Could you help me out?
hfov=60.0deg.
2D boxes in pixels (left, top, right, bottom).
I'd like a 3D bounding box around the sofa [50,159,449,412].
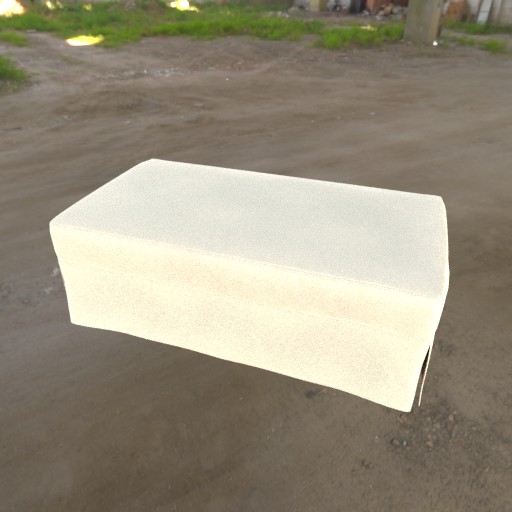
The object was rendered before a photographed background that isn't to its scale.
[{"bbox_3d":[0.000,0.000,2.152,1.677,0.552,0.939,11,34,16],"label":"sofa"}]
